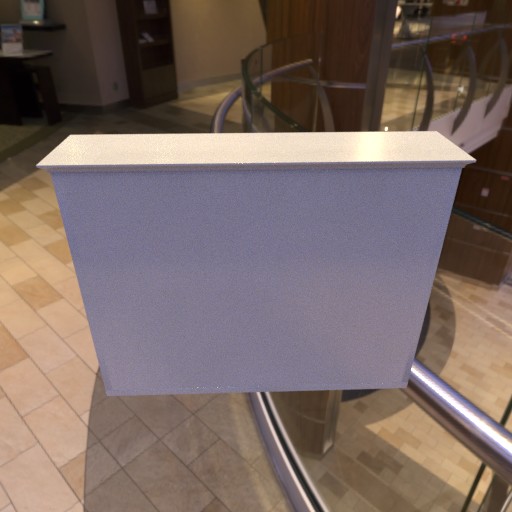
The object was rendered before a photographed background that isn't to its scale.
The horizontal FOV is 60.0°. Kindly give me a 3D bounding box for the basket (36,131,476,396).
[{"bbox_3d":[0.000,0.000,1.090,0.780,0.600,0.350,-1,31,-2],"label":"basket"}]
